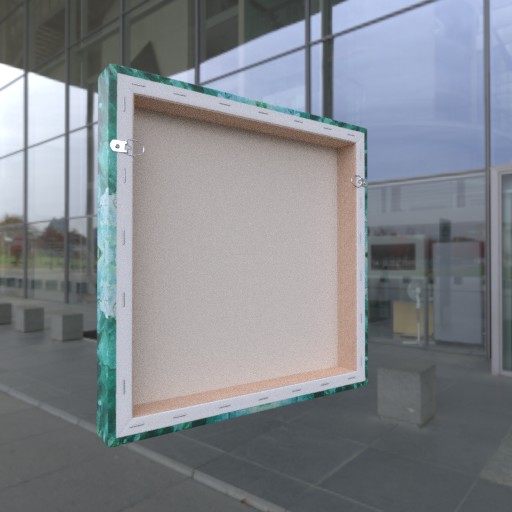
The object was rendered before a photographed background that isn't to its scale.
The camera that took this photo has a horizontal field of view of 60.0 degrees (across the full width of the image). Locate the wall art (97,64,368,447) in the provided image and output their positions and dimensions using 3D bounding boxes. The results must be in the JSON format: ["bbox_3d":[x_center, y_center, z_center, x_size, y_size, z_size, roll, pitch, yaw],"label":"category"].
[{"bbox_3d":[0.000,0.000,0.461,0.313,0.313,0.033,0,-1,-35],"label":"wall art"}]
